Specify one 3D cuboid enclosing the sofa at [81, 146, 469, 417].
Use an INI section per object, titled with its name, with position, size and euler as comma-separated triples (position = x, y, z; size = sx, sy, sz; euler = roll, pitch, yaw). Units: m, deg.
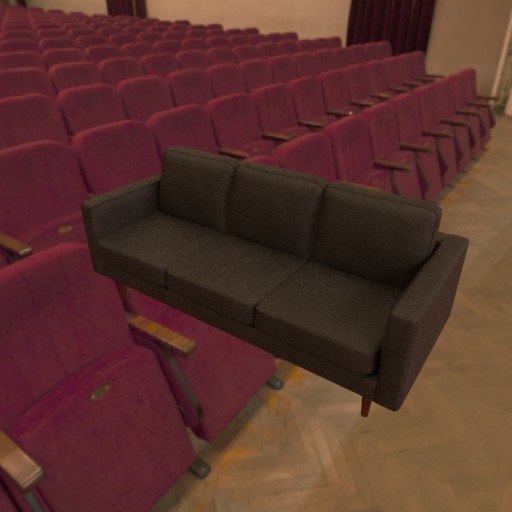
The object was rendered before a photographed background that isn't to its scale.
[sofa]
position = 0.000, 0.000, 2.543
size = 2.029, 0.899, 0.879
euler = 19, 34, 30
